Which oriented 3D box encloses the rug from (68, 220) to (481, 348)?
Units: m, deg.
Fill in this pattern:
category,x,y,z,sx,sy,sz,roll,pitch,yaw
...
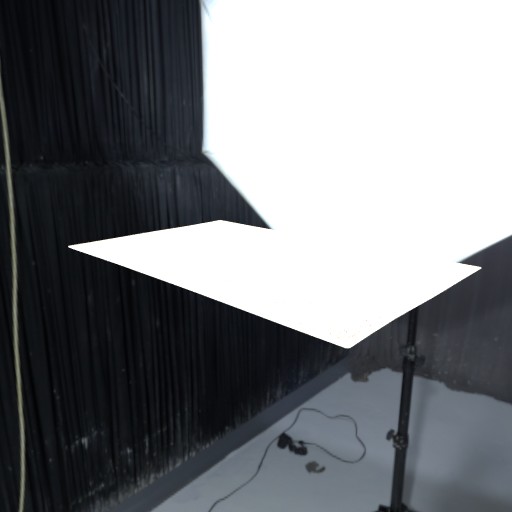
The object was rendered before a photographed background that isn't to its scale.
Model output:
category,x,y,z,sx,sy,sz,roll,pitch,yaw
rug,0.000,0.000,3.038,2.435,0.012,1.529,14,20,42
